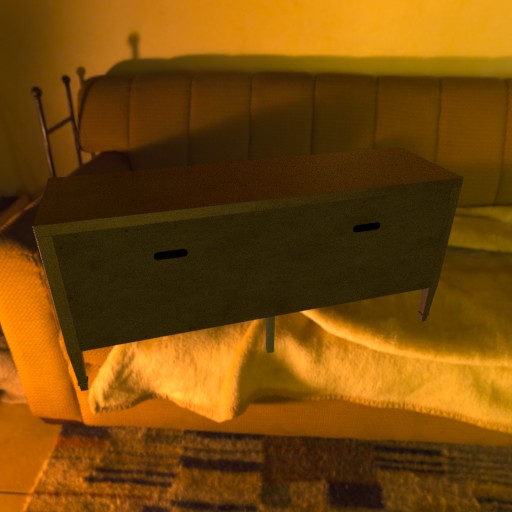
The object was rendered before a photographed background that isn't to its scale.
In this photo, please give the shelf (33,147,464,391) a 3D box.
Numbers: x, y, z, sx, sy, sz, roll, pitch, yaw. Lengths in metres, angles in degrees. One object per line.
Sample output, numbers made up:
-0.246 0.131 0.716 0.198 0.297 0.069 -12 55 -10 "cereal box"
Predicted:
0.000 0.000 1.934 1.575 0.719 0.479 -8 30 -14 "shelf"
